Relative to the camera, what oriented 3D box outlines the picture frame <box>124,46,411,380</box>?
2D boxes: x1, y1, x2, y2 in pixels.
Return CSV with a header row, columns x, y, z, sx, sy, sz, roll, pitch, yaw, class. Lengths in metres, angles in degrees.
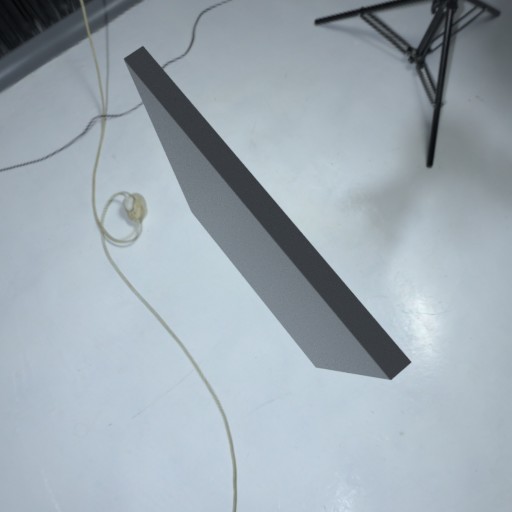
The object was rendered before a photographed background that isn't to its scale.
x,y,z,sx,sy,sz,roll,pitch,yaw,class
0.000,0.000,0.748,0.028,0.556,0.460,-38,80,-8,picture frame
